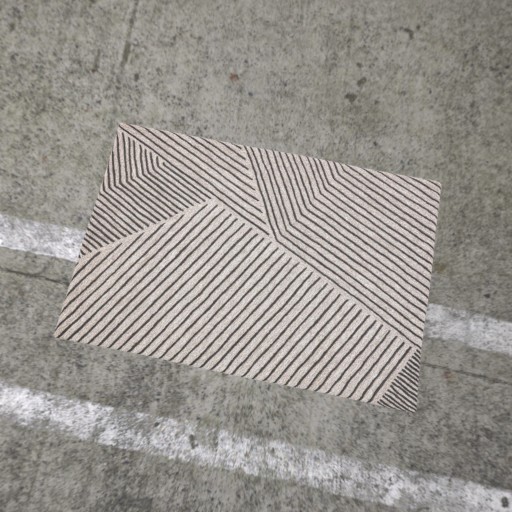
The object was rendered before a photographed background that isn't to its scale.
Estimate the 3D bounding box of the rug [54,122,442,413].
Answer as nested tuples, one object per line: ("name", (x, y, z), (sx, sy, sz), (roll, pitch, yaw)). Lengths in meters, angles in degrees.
("rug", (0.000, 0.000, 2.344), (1.842, 0.019, 1.237), (11, 76, 3))
